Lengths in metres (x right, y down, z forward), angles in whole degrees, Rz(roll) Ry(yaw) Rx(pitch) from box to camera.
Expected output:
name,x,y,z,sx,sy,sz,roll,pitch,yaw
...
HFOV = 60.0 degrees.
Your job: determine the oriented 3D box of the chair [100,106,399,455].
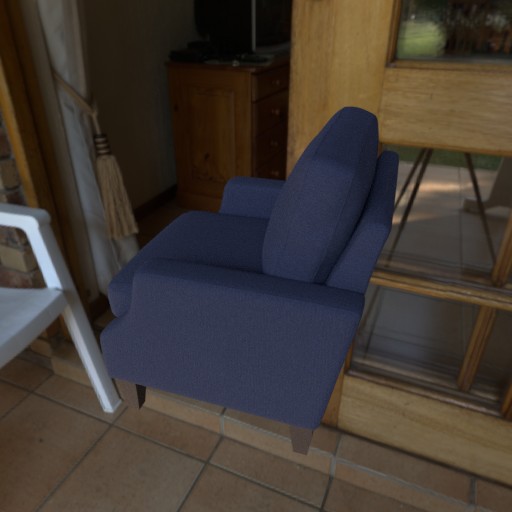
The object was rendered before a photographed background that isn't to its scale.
name,x,y,z,sx,sy,sz,roll,pitch,yaw
chair,0.000,0.000,1.625,0.897,0.991,0.855,9,31,15
